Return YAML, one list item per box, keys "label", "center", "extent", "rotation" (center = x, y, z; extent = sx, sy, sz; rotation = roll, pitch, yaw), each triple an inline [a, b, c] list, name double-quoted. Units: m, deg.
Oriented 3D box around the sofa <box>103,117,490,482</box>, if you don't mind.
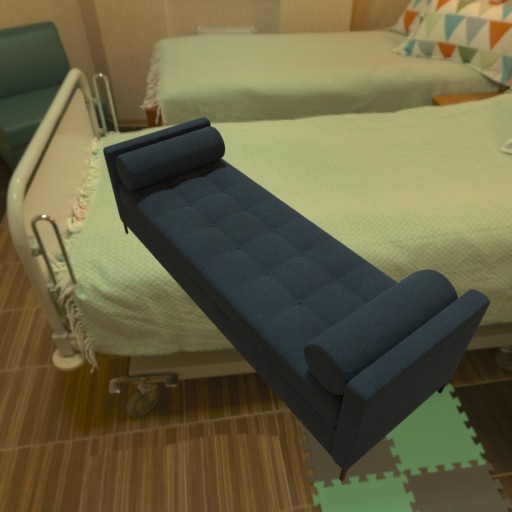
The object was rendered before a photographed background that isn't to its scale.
- label: "sofa"
  center: [0.000, 0.000, 2.260]
  extent: [0.686, 0.635, 1.981]
  rotation: [-27, 48, -27]
